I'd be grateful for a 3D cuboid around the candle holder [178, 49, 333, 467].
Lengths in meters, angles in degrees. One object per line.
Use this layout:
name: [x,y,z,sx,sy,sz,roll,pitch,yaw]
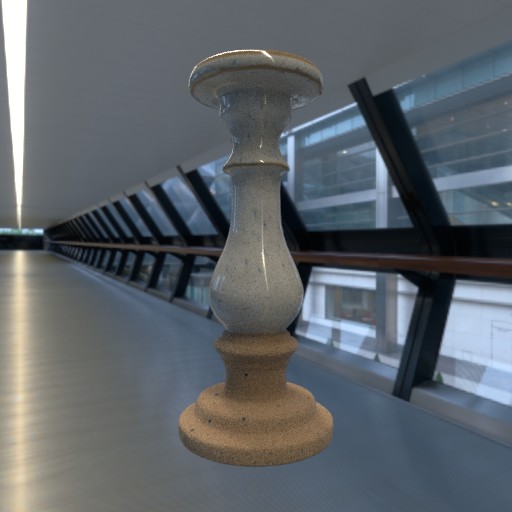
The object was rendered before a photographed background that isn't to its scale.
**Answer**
candle holder: [0.000,0.000,0.253,0.088,0.203,0.088,0,1,0]
